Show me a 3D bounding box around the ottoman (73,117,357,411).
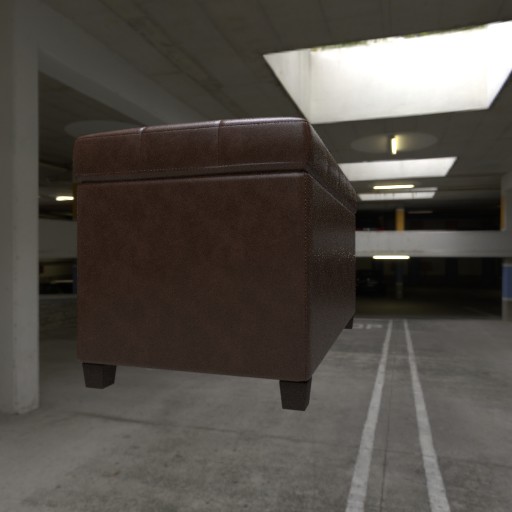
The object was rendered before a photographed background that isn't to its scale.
[{"bbox_3d":[0.000,0.000,1.115,0.432,0.470,0.838,0,1,17],"label":"ottoman"}]
